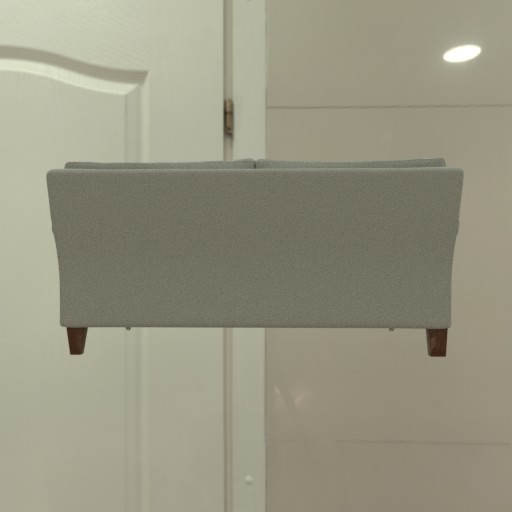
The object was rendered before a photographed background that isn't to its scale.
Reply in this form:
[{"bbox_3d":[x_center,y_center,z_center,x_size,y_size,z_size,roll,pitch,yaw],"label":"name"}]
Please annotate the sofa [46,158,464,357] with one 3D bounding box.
[{"bbox_3d":[0.000,0.000,2.760,2.193,1.096,1.069,0,0,1],"label":"sofa"}]
